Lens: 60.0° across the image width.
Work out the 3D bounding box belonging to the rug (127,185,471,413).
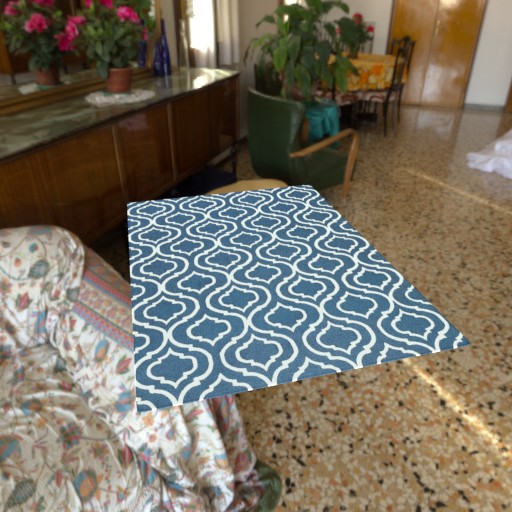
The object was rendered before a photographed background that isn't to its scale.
[{"bbox_3d":[0.000,0.000,4.429,2.438,0.010,3.353,-8,31,-13],"label":"rug"}]
